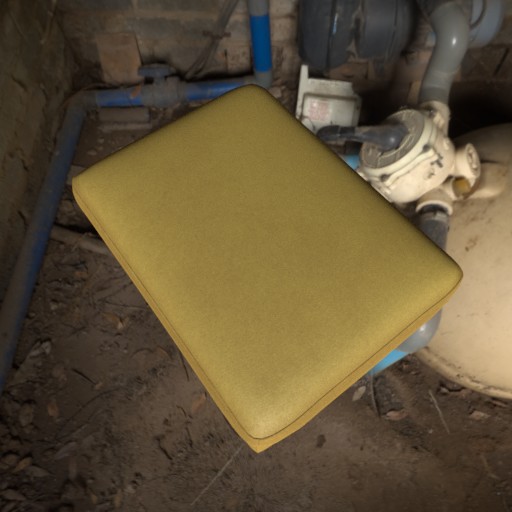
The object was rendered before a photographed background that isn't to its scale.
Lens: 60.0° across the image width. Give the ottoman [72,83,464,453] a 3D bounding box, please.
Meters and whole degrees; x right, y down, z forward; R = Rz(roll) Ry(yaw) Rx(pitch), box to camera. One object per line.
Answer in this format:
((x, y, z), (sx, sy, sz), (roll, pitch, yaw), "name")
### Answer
((0.000, 0.000, 1.177), (0.608, 0.449, 0.811), (-34, 67, -17), "ottoman")
